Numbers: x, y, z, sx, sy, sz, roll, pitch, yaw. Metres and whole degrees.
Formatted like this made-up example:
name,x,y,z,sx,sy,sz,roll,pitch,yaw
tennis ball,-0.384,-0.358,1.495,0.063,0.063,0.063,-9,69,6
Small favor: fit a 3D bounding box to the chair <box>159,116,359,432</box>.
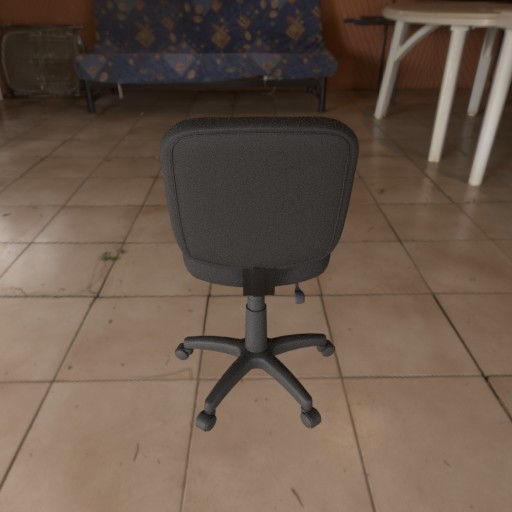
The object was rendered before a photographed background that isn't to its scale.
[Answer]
name,x,y,z,sx,sy,sz,roll,pitch,yaw
chair,0.000,0.000,1.382,0.610,0.972,0.610,-1,30,-2
